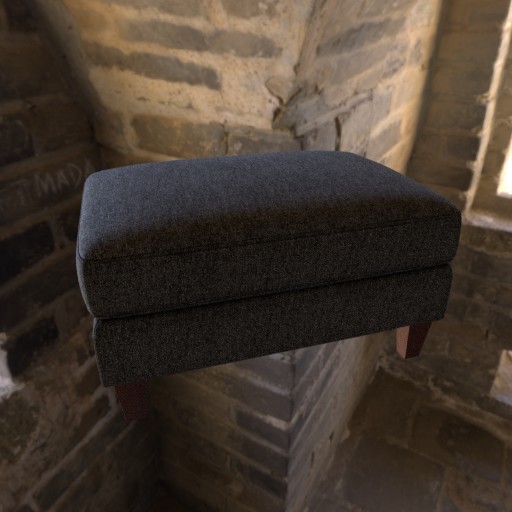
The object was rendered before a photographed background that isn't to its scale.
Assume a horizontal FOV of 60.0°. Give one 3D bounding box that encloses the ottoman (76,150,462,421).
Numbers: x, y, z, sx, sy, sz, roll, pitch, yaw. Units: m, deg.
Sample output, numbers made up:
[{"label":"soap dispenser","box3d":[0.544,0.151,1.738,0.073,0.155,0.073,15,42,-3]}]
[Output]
[{"label":"ottoman","box3d":[0.000,0.000,1.214,0.864,0.483,0.584,-8,28,-15]}]
